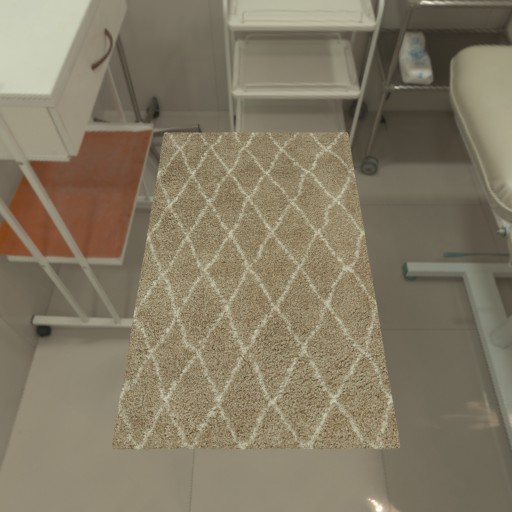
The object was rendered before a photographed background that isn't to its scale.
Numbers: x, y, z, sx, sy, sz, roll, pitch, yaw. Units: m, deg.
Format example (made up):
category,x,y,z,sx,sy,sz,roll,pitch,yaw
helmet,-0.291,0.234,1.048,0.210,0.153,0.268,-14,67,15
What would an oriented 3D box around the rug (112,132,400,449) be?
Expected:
category,x,y,z,sx,sy,sz,roll,pitch,yaw
rug,0.000,0.000,3.004,1.524,0.030,2.438,0,57,0
